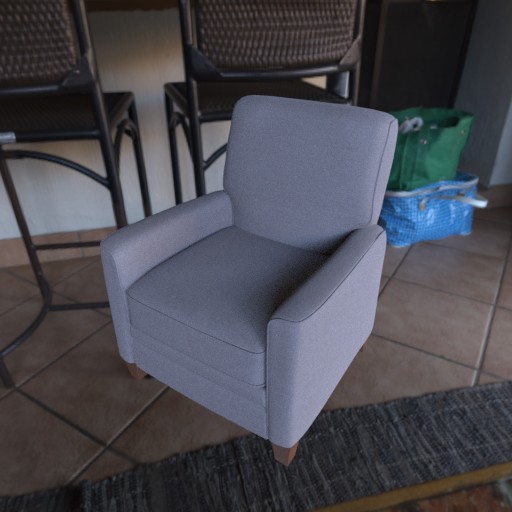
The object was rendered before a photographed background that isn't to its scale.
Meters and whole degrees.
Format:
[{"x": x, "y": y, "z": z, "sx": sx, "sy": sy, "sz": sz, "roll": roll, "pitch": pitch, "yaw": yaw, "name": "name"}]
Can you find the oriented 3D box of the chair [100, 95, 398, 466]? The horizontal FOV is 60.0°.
[{"x": 0.000, "y": 0.000, "z": 1.681, "sx": 0.845, "sy": 1.023, "sz": 0.859, "roll": 18, "pitch": 34, "yaw": 29, "name": "chair"}]
